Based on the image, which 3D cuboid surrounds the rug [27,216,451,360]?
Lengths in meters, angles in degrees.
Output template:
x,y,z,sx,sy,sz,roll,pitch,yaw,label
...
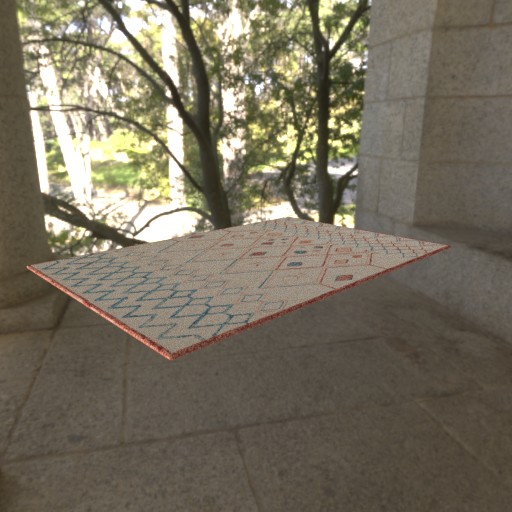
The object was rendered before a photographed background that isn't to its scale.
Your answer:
x,y,z,sx,sy,sz,roll,pitch,yaw,label
0.000,0.000,2.273,1.829,0.016,1.219,-14,21,-42,rug
